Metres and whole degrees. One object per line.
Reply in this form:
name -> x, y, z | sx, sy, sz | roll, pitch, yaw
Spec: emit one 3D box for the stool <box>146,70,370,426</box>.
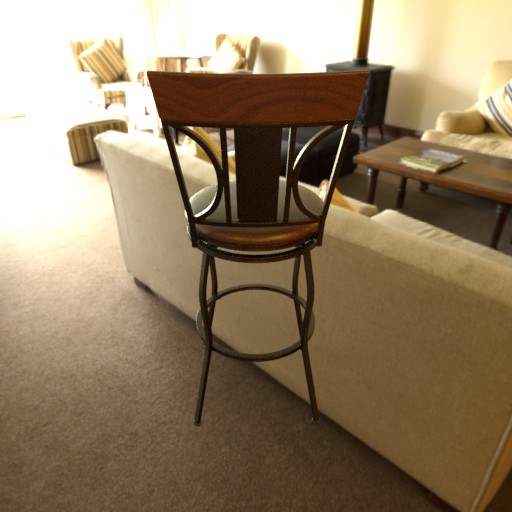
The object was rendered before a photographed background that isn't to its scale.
stool -> 0.000, 0.000, 1.371 | 0.448, 1.130, 0.513 | -1, 30, -1
